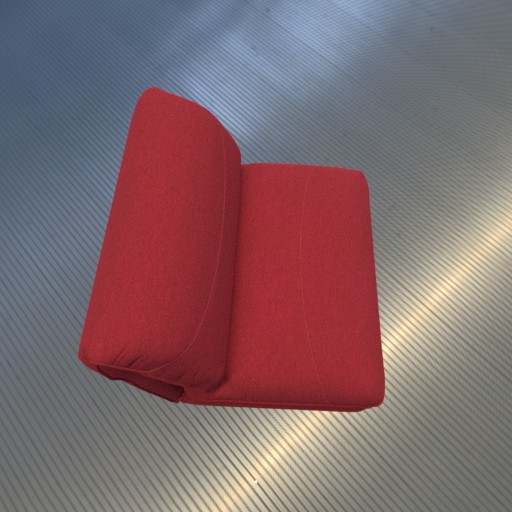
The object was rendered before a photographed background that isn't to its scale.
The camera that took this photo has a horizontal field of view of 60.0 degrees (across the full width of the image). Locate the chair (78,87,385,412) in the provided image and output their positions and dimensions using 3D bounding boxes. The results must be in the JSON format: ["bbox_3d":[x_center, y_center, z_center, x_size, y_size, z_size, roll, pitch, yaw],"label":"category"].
[{"bbox_3d":[0.000,0.000,1.328,0.780,0.580,0.820,2,63,1],"label":"chair"}]
